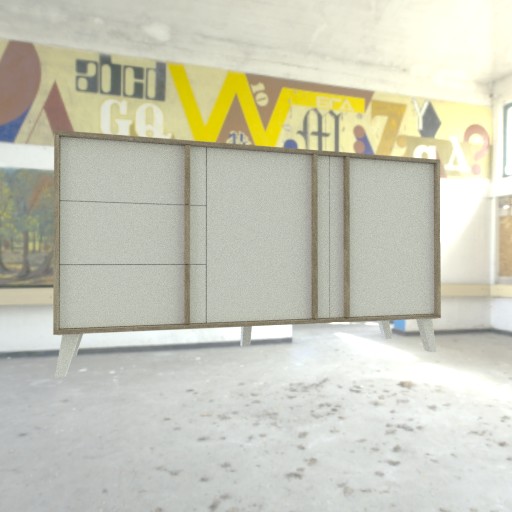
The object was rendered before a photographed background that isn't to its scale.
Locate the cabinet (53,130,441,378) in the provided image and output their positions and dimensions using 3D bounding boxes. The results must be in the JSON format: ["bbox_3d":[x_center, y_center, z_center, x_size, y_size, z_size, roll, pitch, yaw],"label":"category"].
[{"bbox_3d":[0.000,0.000,1.983,1.600,0.870,0.450,0,-1,-16],"label":"cabinet"}]
